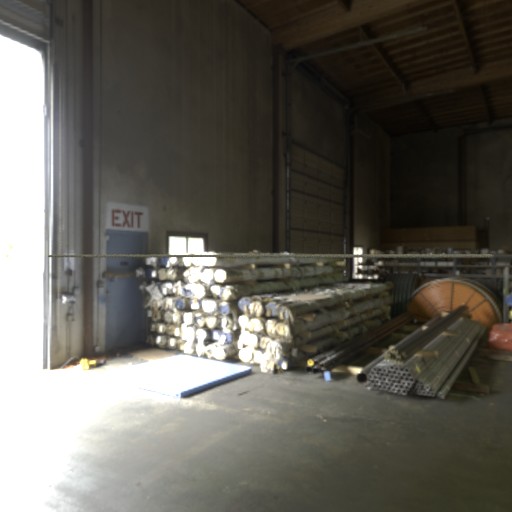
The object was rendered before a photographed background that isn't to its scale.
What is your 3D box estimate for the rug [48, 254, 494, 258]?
[{"bbox_3d":[0.000,0.000,2.489,2.276,0.014,0.678,0,0,18],"label":"rug"}]
